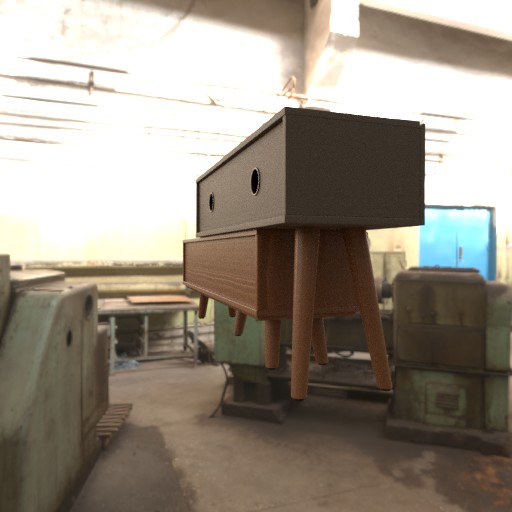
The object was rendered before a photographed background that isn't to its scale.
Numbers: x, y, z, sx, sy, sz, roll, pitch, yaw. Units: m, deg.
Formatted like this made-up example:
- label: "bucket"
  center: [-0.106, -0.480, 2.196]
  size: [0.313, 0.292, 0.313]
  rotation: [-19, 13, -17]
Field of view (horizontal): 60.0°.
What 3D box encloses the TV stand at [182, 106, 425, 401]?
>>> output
- label: "TV stand"
  center: [0.000, 0.000, 1.540]
  size: [0.329, 0.591, 1.336]
  rotation: [0, 1, -18]
